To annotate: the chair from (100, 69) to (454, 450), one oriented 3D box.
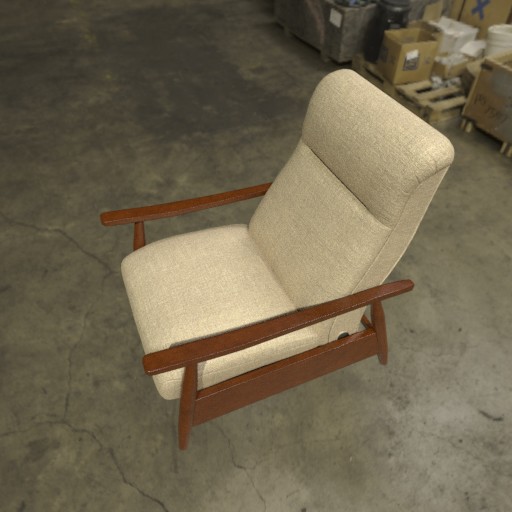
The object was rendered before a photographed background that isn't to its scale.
[{"bbox_3d":[0.000,0.000,1.697,1.014,1.082,0.762,-17,48,-16],"label":"chair"}]
